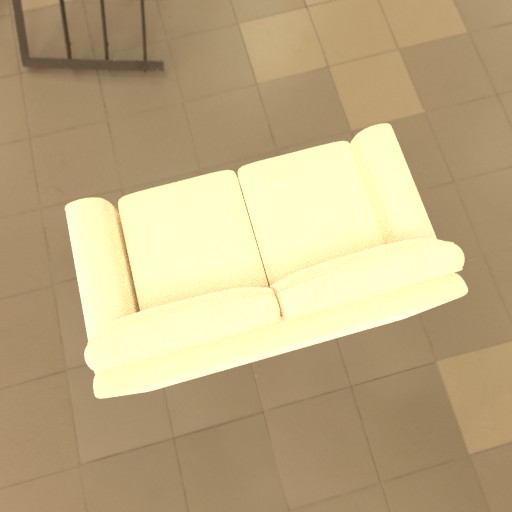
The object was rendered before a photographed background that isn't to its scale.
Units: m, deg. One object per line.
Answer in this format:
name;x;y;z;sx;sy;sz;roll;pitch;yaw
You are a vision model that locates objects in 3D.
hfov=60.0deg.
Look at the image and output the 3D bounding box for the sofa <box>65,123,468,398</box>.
sofa;0.000;0.000;2.286;1.727;0.940;0.991;-15;75;-4
